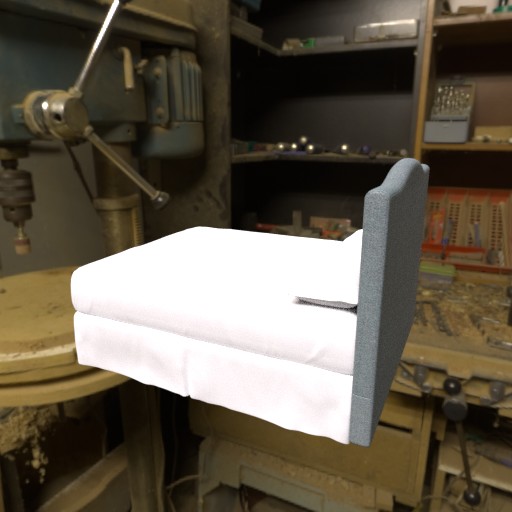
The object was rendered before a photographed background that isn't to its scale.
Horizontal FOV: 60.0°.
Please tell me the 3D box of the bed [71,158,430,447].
[{"bbox_3d":[0.000,0.000,3.265,2.143,1.460,1.753,8,17,25],"label":"bed"}]
